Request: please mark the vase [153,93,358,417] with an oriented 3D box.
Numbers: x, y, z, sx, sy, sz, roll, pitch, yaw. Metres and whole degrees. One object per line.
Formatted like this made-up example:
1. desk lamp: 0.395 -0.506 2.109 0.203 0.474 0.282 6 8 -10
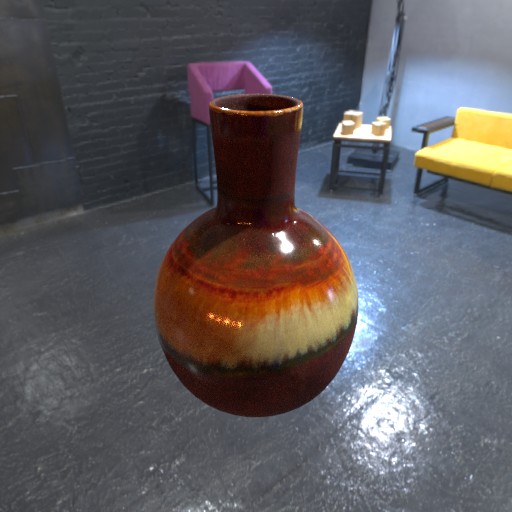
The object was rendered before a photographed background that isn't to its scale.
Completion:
1. vase: 0.000 0.000 0.231 0.111 0.154 0.111 0 30 0
